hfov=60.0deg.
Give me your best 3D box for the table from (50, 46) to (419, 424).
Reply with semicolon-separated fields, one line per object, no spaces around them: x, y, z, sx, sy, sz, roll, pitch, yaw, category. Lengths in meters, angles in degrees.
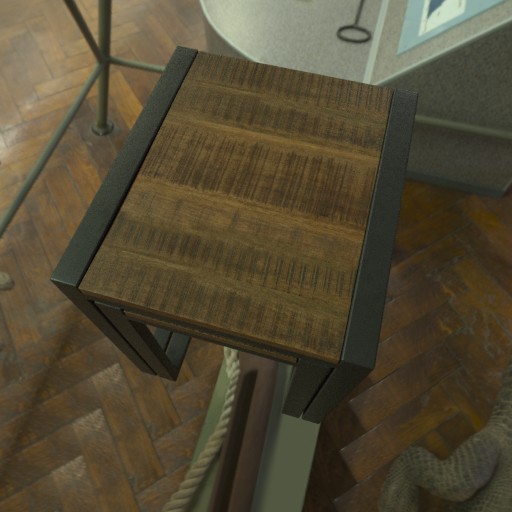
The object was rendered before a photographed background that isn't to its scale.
0.000;0.000;0.932;0.449;0.550;0.500;14;63;7;table
